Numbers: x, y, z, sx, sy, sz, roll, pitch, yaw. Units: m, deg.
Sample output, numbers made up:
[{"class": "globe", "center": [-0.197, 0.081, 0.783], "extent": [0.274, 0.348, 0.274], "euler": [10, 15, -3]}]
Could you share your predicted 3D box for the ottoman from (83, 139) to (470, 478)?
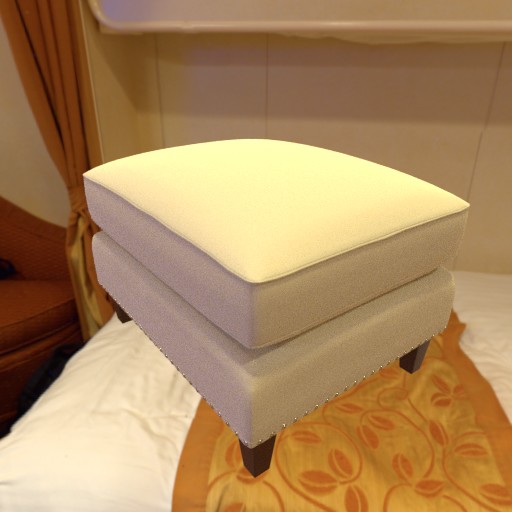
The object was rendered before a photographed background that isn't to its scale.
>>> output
[{"class": "ottoman", "center": [0.000, 0.000, 1.092], "extent": [0.584, 0.513, 0.741], "euler": [-18, 31, -33]}]
